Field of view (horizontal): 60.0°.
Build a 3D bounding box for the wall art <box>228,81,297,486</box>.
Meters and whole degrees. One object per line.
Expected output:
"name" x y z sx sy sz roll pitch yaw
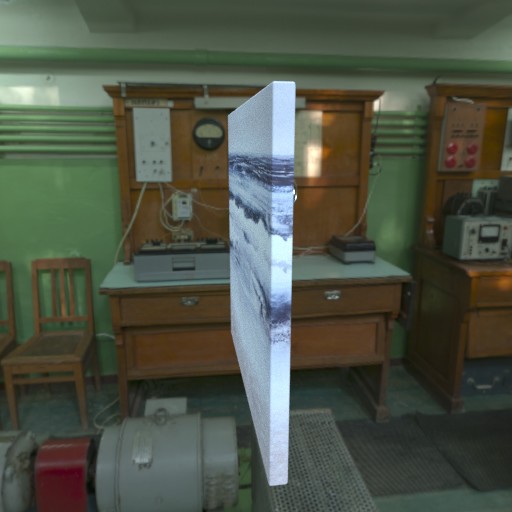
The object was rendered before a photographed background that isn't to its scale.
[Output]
"wall art" 0.000 0.000 1.146 0.065 0.747 0.755 -2 14 -9
